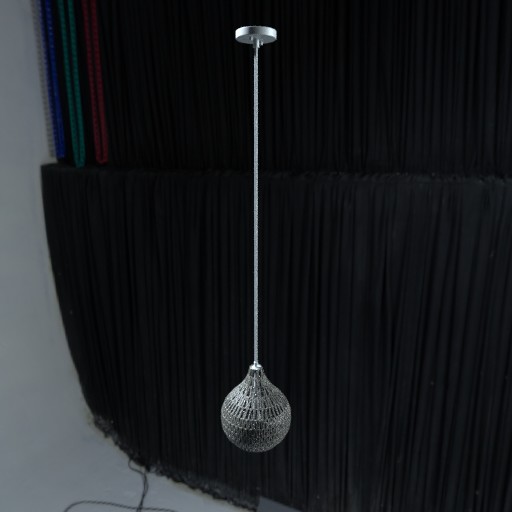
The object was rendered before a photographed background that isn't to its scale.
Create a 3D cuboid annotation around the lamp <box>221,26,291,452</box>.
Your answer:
[{"bbox_3d":[0.000,0.000,2.068,0.355,1.919,0.355,7,15,26],"label":"lamp"}]
